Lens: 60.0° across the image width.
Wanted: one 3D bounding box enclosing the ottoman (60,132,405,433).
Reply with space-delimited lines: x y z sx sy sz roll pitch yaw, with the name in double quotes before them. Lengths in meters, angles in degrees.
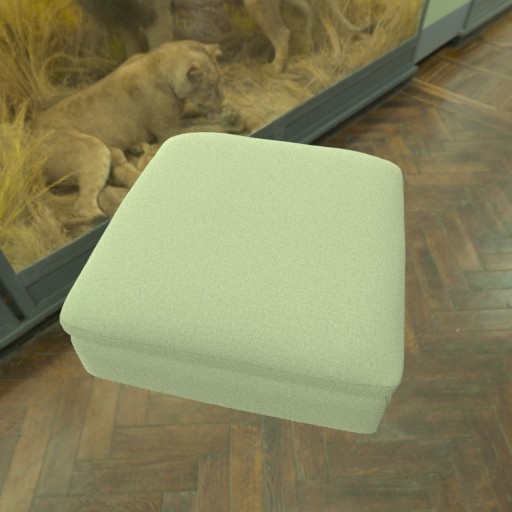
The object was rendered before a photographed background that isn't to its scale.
"ottoman" 0.000 0.000 1.573 0.977 0.467 0.996 9 49 8
